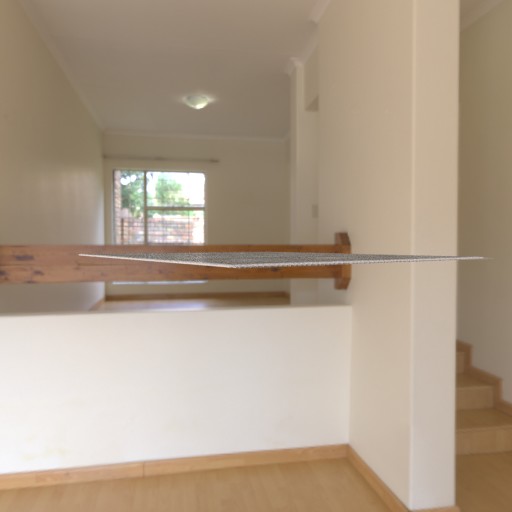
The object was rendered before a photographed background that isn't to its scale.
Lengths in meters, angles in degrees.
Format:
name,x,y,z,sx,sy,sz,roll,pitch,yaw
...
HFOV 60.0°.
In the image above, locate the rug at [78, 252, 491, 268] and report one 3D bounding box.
name,x,y,z,sx,sy,sz,roll,pitch,yaw
rug,0.000,0.000,3.820,2.256,0.013,2.910,-1,2,-35
